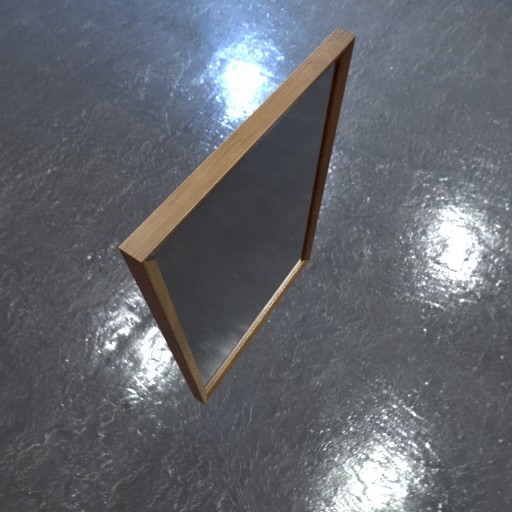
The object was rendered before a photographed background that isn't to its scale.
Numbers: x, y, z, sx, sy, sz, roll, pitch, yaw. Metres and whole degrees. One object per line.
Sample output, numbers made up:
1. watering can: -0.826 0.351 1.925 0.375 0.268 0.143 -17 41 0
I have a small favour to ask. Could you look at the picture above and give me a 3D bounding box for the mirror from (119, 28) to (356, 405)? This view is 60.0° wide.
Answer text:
1. mirror: 0.000 0.000 0.909 0.039 0.711 0.508 31 64 17
